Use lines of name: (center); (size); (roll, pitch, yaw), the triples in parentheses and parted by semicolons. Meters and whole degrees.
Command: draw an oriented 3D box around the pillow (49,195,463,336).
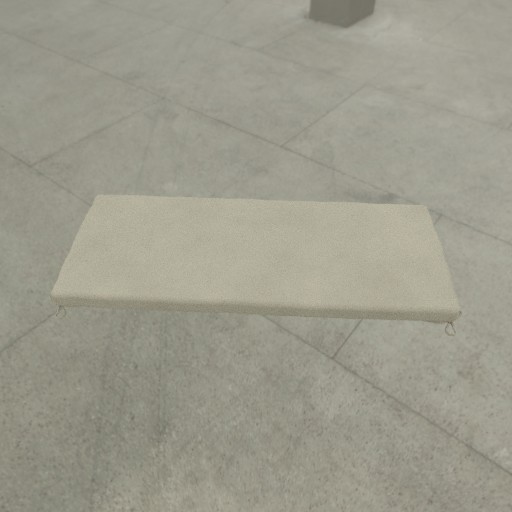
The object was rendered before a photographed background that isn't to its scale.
pillow: (0.000, 0.000, 1.381); (1.187, 0.081, 0.492); (2, 46, 2)
